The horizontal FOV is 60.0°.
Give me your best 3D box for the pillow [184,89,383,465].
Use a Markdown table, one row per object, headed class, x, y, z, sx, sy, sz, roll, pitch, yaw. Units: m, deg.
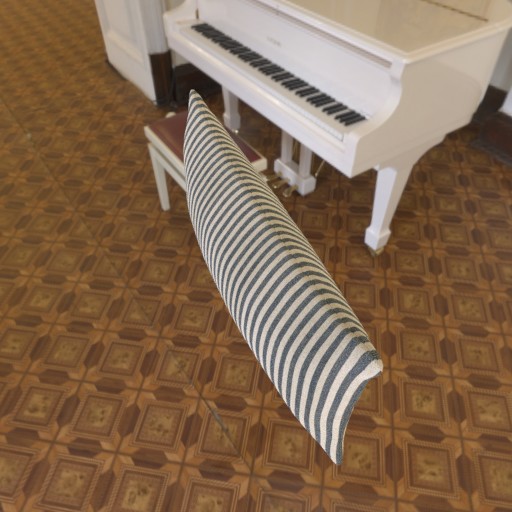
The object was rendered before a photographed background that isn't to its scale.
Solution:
| class | x | y | z | sx | sy | sz | roll | pitch | yaw |
| --- | --- | --- | --- | --- | --- | --- | --- | --- | --- |
| pillow | 0.000 | 0.000 | 0.725 | 0.151 | 0.295 | 0.617 | -17 | 49 | -15 |
